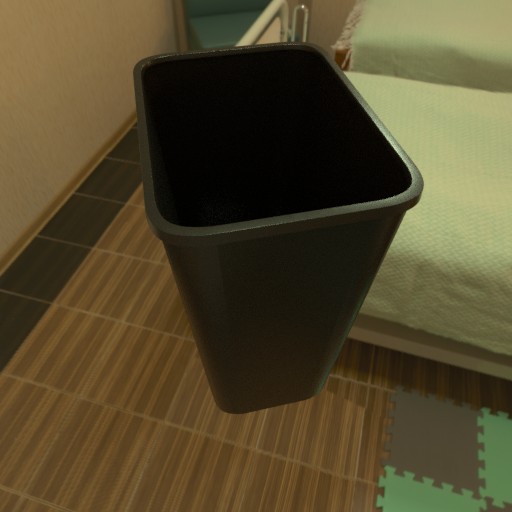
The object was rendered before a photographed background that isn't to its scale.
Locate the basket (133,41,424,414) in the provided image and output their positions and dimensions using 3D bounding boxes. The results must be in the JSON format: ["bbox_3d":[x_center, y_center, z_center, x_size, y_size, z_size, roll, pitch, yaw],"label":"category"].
[{"bbox_3d":[0.000,0.000,0.735,0.287,0.521,0.394,-10,49,-9],"label":"basket"}]
